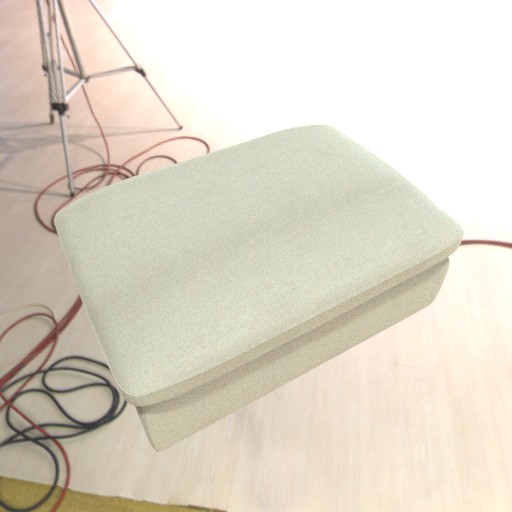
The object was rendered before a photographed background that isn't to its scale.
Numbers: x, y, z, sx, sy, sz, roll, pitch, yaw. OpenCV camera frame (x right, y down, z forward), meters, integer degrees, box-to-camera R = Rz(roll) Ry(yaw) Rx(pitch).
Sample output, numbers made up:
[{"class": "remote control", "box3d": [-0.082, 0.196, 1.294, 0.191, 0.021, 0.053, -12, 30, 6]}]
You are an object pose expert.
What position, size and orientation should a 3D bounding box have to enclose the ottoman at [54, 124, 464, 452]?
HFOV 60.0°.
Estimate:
[{"class": "ottoman", "box3d": [0.000, 0.000, 1.334, 0.984, 0.453, 0.686, -23, 51, -20]}]
